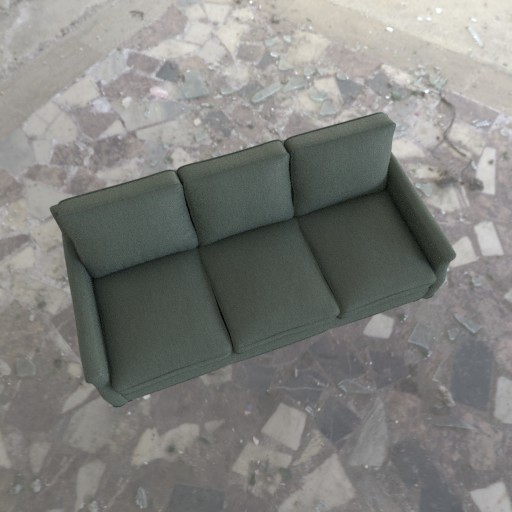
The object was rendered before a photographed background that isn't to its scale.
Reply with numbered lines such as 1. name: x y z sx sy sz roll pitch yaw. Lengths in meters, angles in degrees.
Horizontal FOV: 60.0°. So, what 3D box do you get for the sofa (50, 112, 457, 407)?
1. sofa: 0.000 0.000 2.799 2.246 1.003 1.084 -18 65 -8
